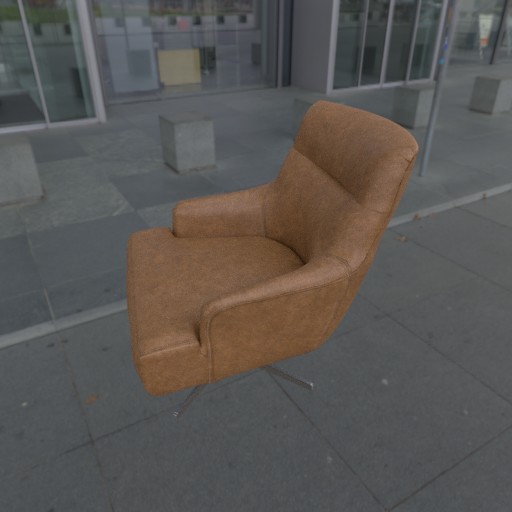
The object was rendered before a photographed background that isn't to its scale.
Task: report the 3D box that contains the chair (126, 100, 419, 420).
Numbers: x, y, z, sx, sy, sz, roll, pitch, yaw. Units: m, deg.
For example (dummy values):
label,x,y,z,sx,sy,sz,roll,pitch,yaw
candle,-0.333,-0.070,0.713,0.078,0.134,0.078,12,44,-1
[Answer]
label,x,y,z,sx,sy,sz,roll,pitch,yaw
chair,0.000,0.000,1.501,0.874,0.869,0.729,-8,31,-13
